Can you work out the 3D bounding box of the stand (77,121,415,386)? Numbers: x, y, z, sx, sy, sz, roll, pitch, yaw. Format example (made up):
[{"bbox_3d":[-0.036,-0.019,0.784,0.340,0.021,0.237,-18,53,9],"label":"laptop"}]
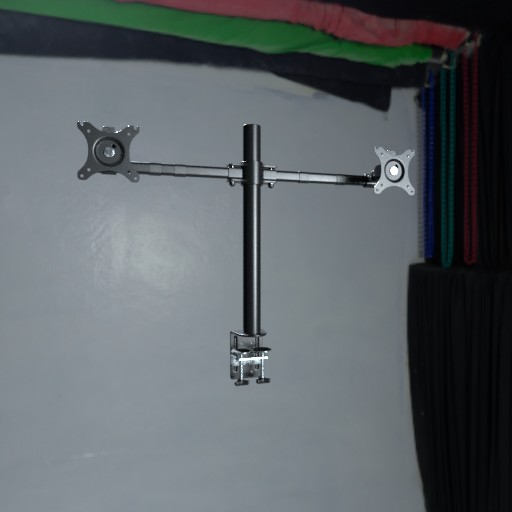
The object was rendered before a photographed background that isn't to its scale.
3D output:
[{"bbox_3d":[0.000,0.000,1.007,0.743,0.603,0.150,0,1,-18],"label":"stand"}]
